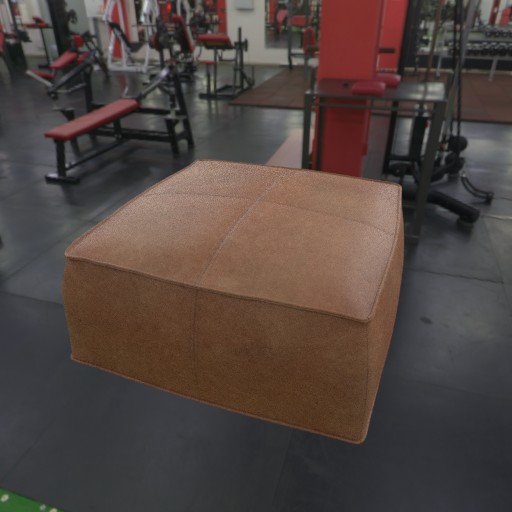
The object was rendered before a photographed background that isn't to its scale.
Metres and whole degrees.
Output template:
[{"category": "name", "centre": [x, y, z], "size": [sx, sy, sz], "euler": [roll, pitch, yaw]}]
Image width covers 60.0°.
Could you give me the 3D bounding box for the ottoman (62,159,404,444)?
[{"category": "ottoman", "centre": [0.000, 0.000, 1.420], "size": [0.901, 0.395, 0.902], "euler": [11, 32, 17]}]
